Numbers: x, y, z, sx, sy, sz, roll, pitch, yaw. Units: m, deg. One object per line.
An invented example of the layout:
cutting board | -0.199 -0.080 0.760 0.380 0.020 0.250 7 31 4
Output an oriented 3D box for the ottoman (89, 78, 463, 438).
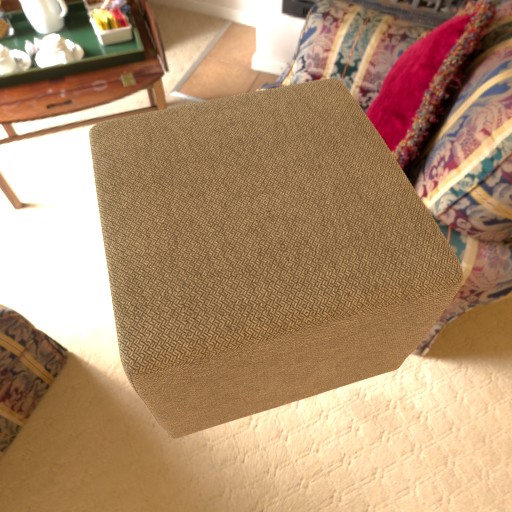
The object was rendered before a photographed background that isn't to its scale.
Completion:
ottoman | 0.000 0.000 0.895 0.519 0.453 0.512 -14 58 -9
